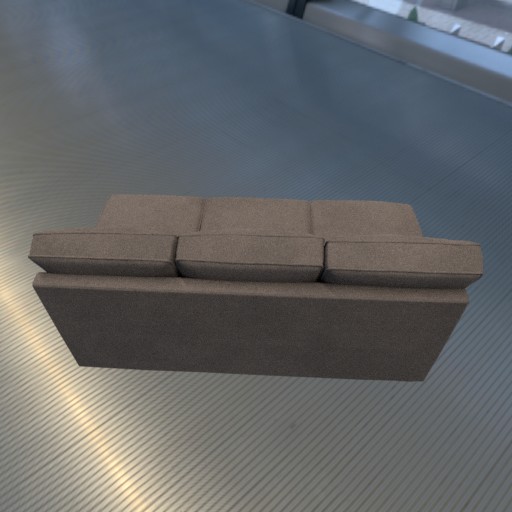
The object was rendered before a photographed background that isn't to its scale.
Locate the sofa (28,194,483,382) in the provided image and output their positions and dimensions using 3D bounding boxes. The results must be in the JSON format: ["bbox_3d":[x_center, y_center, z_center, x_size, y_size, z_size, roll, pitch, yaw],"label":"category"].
[{"bbox_3d":[0.000,0.000,2.482,1.962,0.973,1.027,2,46,2],"label":"sofa"}]
